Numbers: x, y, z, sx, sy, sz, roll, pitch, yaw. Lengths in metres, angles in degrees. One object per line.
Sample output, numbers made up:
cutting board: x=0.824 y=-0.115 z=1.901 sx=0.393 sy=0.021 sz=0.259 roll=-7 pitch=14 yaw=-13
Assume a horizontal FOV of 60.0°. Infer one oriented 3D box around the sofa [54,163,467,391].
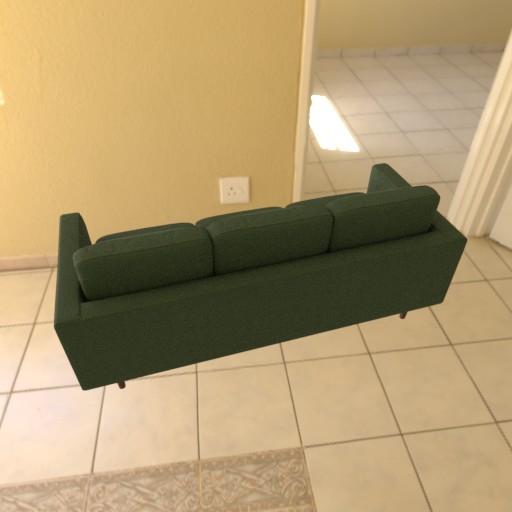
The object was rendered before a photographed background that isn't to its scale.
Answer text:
sofa: x=0.000 y=0.000 z=2.528 sx=2.029 sy=0.899 sz=0.879 roll=-11 pitch=42 yaw=-13
